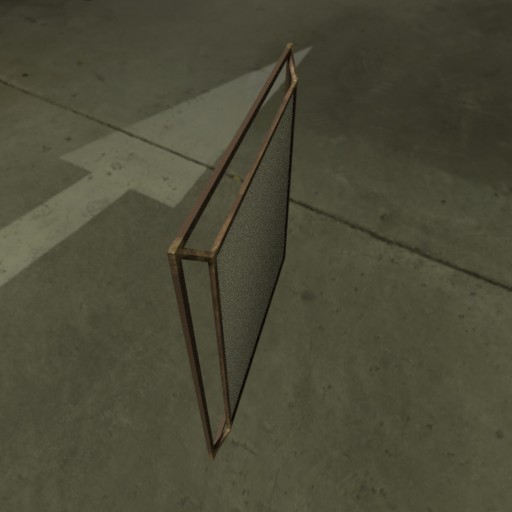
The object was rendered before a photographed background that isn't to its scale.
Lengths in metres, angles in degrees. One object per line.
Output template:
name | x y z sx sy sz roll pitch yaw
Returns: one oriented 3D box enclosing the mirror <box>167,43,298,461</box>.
mirror | 0.000 0.000 0.898 0.032 0.610 0.610 11 47 11
